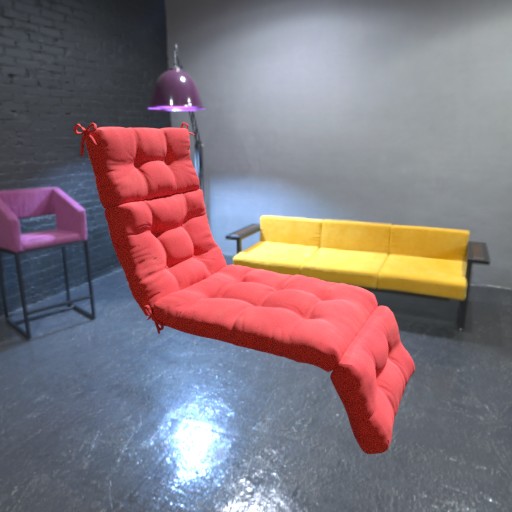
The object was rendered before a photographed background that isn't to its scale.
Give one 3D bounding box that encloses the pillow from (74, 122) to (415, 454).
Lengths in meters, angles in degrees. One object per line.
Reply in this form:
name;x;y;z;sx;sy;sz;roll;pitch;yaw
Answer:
pillow;0.000;0.000;1.463;1.016;0.863;0.526;8;17;26
